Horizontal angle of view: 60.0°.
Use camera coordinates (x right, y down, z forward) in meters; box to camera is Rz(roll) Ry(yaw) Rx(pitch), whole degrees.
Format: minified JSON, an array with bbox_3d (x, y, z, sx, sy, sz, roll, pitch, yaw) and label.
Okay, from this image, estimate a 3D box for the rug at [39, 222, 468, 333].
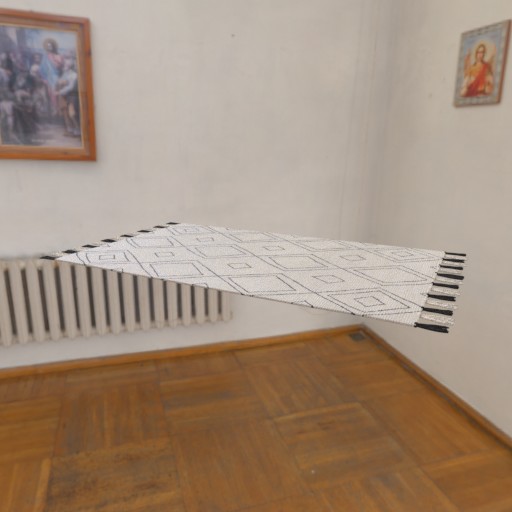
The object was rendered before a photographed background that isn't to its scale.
[{"bbox_3d":[0.000,0.000,3.226,2.755,0.021,1.524,8,17,26],"label":"rug"}]
